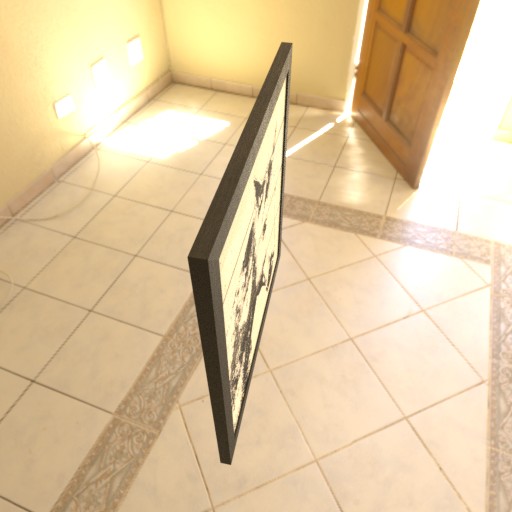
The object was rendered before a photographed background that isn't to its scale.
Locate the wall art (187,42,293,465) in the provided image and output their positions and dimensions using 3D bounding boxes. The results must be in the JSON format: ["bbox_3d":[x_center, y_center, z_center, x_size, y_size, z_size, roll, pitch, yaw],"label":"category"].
[{"bbox_3d":[0.000,0.000,1.494,0.038,1.016,1.016,9,47,8],"label":"wall art"}]
